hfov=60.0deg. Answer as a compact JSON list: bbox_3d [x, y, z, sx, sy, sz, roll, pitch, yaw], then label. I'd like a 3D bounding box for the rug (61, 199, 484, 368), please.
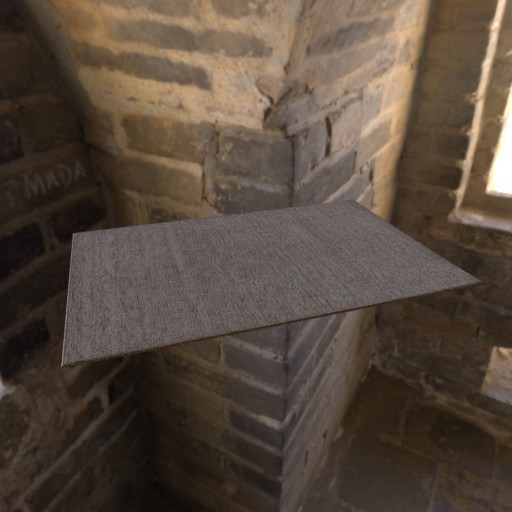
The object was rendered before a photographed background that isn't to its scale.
[{"bbox_3d":[0.000,0.000,2.304,1.822,0.018,1.211,-9,28,-16],"label":"rug"}]
